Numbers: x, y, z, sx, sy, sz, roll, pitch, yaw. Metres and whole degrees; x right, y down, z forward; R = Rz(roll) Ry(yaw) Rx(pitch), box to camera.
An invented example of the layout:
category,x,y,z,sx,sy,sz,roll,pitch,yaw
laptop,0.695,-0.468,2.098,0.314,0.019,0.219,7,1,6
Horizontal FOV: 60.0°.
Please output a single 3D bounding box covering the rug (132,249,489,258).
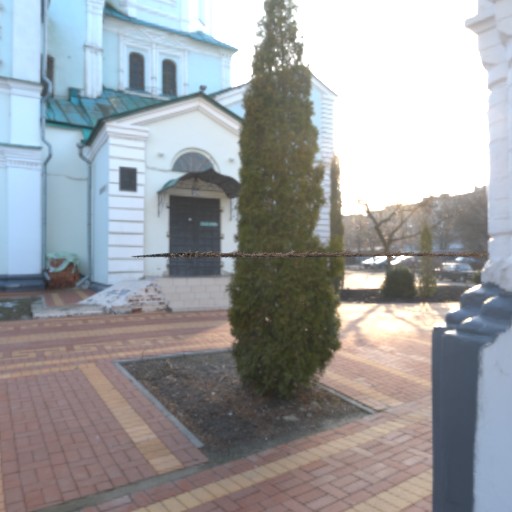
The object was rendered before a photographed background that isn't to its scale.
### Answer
category,x,y,z,sx,sy,sz,roll,pitch,yaw
rug,0.000,0.000,2.366,1.181,0.028,1.936,0,0,-19
